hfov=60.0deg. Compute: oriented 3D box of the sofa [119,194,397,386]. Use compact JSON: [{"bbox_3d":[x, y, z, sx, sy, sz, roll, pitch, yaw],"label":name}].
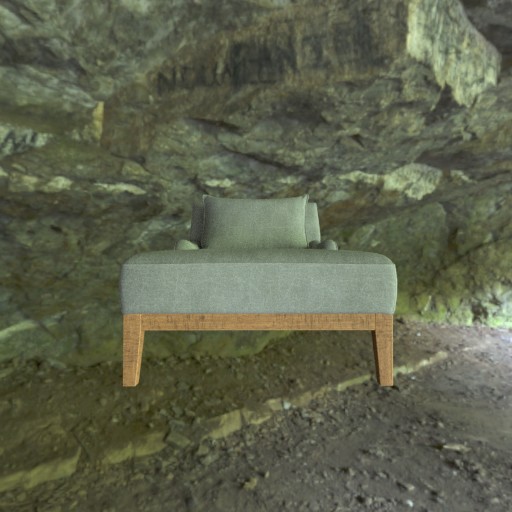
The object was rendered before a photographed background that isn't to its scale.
[{"bbox_3d":[0.000,0.000,2.272,0.894,0.859,1.779,0,-1,0],"label":"sofa"}]
